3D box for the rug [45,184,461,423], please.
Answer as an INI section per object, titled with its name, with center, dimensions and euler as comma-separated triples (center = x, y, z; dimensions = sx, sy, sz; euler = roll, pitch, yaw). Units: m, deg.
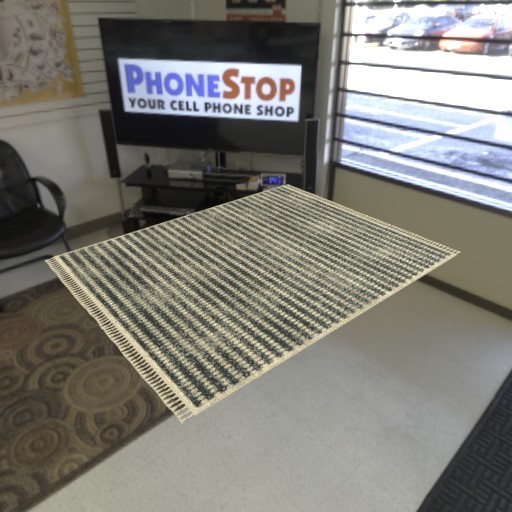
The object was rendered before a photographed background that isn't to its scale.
[rug]
center = 0.000, 0.000, 3.905
dimensions = 2.910, 0.013, 2.256
euler = -22, 36, -34
